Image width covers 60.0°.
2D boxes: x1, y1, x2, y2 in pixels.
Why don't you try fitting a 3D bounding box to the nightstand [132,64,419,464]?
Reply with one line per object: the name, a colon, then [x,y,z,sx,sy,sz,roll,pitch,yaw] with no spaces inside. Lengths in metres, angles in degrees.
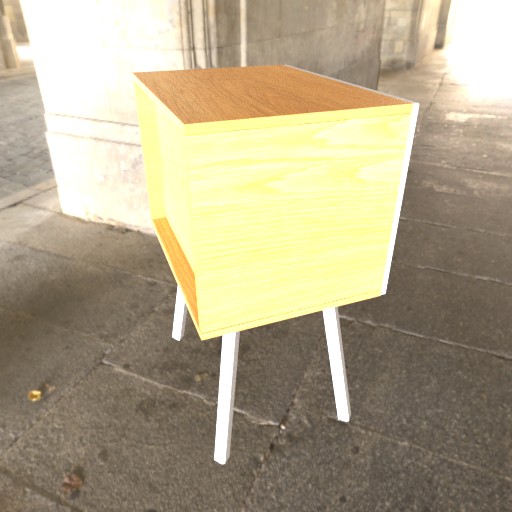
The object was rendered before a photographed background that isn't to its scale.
nightstand: [0.000,0.000,0.823,0.316,0.601,0.400,-11,32,-18]
